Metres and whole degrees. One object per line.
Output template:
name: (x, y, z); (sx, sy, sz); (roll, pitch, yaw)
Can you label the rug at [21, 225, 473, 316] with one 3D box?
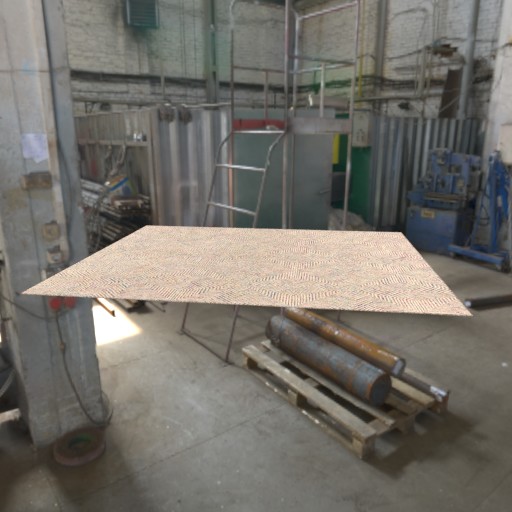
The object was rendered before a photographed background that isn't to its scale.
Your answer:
rug: (0.000, 0.000, 4.118); (3.046, 0.008, 2.442); (2, 16, 7)
